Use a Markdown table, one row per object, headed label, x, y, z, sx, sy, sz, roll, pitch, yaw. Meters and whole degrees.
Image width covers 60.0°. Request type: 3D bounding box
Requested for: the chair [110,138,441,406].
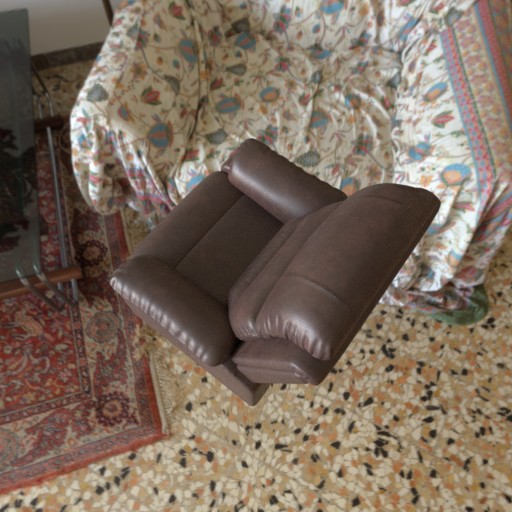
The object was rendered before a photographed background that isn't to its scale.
| label | x | y | z | sx | sy | sz | roll | pitch | yaw |
| --- | --- | --- | --- | --- | --- | --- | --- | --- | --- |
| chair | 0.000 | 0.000 | 1.672 | 0.919 | 0.992 | 0.855 | 34 | 68 | 16 |
